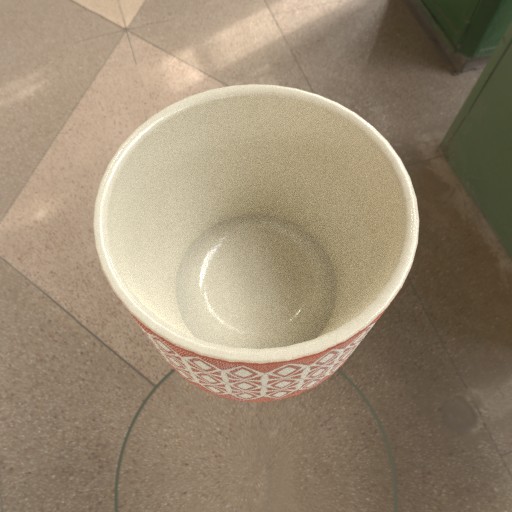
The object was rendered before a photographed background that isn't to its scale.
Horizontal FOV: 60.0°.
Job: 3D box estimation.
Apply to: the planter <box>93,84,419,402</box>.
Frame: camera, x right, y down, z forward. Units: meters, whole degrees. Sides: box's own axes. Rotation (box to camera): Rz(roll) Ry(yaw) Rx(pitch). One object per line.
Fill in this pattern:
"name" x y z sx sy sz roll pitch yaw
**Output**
"planter" 0.000 0.000 0.329 0.192 0.148 0.192 0 64 0
